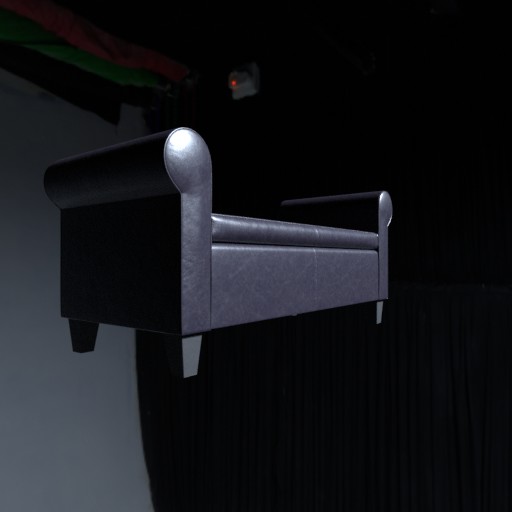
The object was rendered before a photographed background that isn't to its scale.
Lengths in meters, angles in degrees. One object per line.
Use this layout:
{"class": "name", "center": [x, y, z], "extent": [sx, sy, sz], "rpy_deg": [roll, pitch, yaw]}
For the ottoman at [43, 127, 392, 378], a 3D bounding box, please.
{"class": "ottoman", "center": [0.000, 0.000, 1.553], "extent": [0.521, 0.547, 1.256], "rpy_deg": [0, -1, 38]}
